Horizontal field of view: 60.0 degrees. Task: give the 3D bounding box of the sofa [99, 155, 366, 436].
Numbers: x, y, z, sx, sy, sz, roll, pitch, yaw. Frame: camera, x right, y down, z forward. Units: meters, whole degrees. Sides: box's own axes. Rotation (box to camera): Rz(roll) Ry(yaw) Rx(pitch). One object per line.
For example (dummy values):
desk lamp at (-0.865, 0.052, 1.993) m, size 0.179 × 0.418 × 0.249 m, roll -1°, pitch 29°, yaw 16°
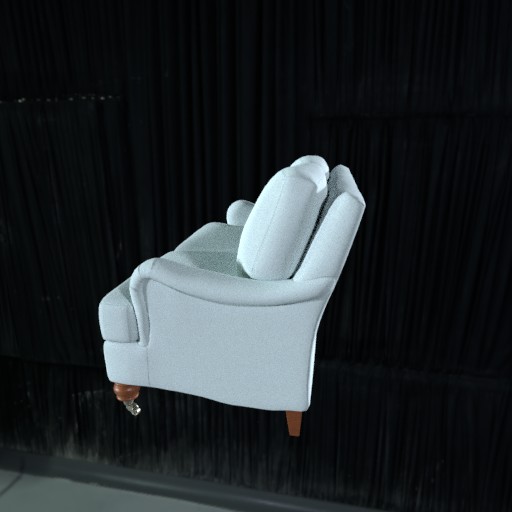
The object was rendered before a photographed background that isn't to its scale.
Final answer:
sofa at (0.000, 0.000, 2.600) m, size 1.084 × 1.101 × 1.853 m, roll 2°, pitch 15°, yaw 9°
